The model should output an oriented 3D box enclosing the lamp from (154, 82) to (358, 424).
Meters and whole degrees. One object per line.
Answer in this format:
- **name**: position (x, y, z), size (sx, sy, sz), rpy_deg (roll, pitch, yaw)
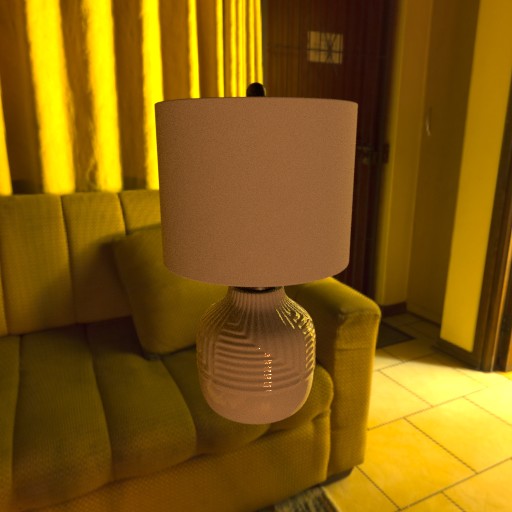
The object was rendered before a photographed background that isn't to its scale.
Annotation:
- **lamp**: position (0.000, 0.000, 0.773), size (0.318, 0.567, 0.318), rpy_deg (0, 15, 0)
